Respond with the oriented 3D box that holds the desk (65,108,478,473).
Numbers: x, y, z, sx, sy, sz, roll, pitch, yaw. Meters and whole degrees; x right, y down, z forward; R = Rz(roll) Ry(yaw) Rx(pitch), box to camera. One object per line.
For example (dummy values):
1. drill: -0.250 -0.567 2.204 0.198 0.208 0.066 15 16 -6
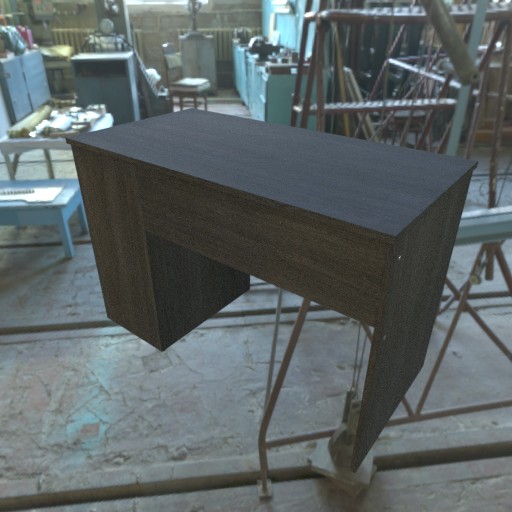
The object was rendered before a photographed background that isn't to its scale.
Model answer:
1. desk: 0.000 0.000 1.484 1.096 0.730 0.560 21 36 32
